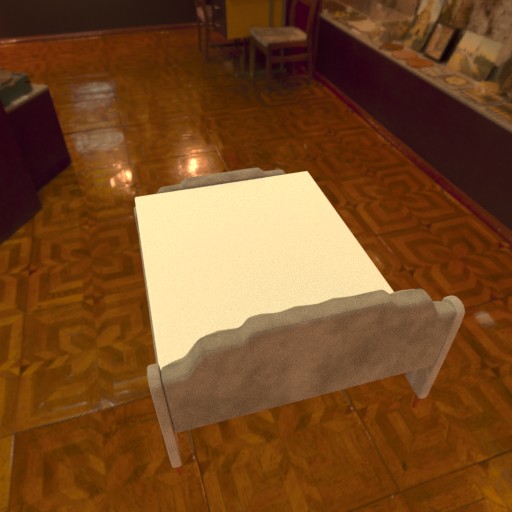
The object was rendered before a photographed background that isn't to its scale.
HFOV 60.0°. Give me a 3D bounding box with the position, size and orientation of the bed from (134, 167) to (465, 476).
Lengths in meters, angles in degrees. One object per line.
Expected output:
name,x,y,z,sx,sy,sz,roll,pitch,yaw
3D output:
bed,0.000,0.000,3.285,1.676,1.245,2.340,-11,43,-12
